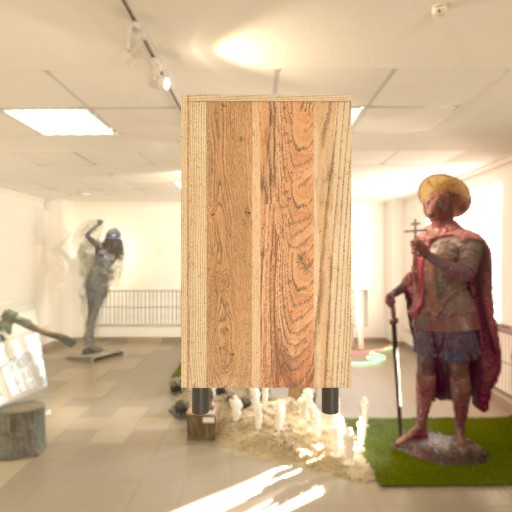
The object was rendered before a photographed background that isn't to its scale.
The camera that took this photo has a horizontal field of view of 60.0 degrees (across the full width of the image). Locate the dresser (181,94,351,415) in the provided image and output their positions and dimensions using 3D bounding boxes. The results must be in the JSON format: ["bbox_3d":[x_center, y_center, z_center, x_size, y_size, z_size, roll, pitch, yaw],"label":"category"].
[{"bbox_3d":[0.000,0.000,1.919,0.487,0.834,1.547,0,0,0],"label":"dresser"}]
